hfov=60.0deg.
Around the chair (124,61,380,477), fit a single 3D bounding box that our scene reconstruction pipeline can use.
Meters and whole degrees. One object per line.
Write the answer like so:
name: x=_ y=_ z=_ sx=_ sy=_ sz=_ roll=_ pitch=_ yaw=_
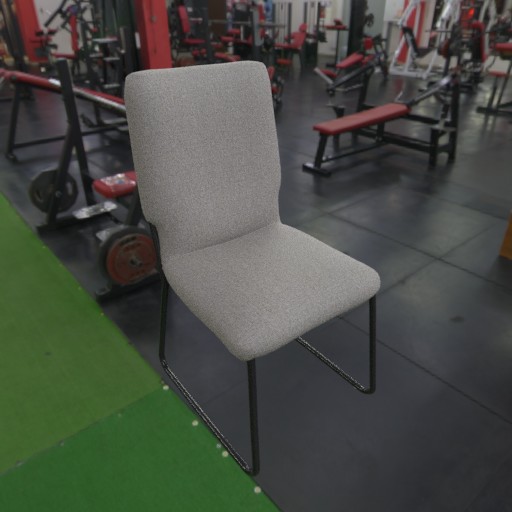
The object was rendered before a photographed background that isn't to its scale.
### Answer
chair: x=0.000 y=0.000 z=1.143 sx=0.448 sy=0.864 sz=0.560 roll=-21 pitch=36 yaw=-31
